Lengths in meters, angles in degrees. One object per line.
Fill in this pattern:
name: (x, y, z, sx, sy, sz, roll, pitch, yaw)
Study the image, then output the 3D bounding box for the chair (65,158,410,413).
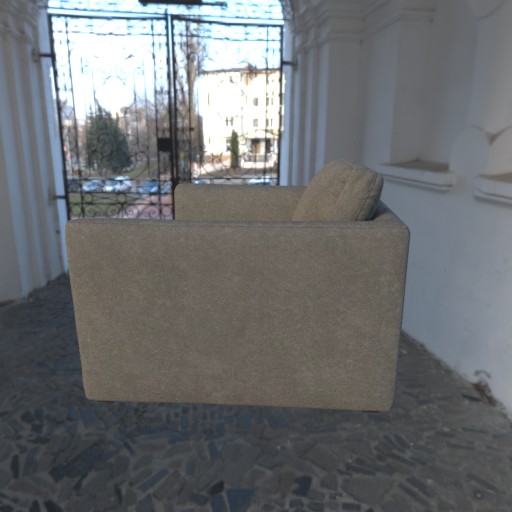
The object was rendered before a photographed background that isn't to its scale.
chair: (0.000, 0.000, 1.927, 1.091, 0.845, 1.190, 2, 15, 7)
